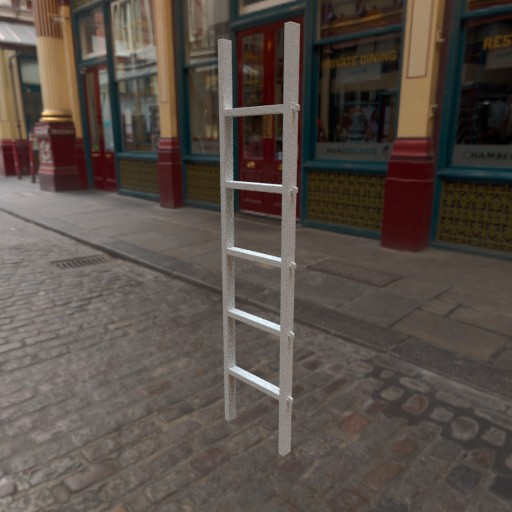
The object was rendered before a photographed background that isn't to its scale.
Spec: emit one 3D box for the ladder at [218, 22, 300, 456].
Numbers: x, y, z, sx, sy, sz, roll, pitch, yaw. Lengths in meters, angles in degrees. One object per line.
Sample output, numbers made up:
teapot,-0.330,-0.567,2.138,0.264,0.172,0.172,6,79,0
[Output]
ladder,0.000,0.000,1.949,0.051,1.797,0.452,-14,19,-43
